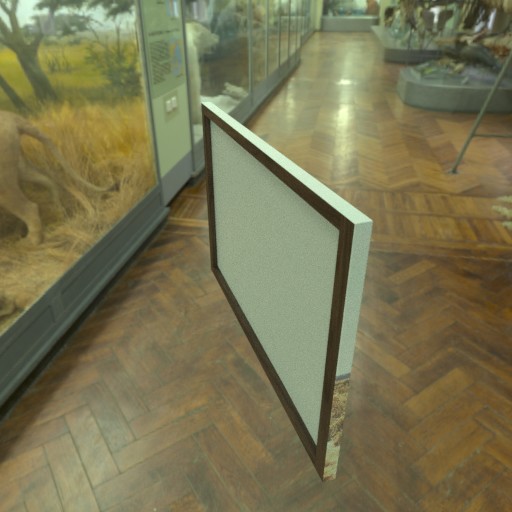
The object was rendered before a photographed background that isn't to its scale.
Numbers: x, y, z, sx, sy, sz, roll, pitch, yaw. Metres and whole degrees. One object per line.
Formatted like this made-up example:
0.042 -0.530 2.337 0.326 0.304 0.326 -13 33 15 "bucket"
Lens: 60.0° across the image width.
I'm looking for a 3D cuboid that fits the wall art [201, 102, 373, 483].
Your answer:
0.000 0.000 1.934 0.051 1.016 1.520 -10 32 -17 "wall art"
